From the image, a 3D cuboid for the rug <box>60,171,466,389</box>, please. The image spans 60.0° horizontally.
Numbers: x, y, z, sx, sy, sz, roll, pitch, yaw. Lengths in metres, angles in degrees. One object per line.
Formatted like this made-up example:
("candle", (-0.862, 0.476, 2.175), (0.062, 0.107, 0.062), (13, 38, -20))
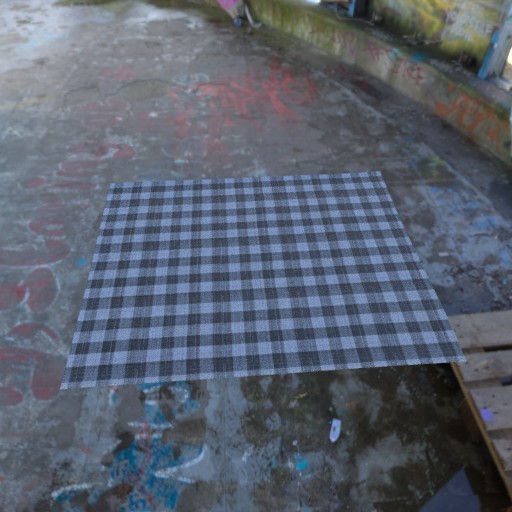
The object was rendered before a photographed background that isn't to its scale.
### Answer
("rug", (0.000, 0.000, 4.110), (3.021, 0.013, 2.432), (-3, 47, -3))
